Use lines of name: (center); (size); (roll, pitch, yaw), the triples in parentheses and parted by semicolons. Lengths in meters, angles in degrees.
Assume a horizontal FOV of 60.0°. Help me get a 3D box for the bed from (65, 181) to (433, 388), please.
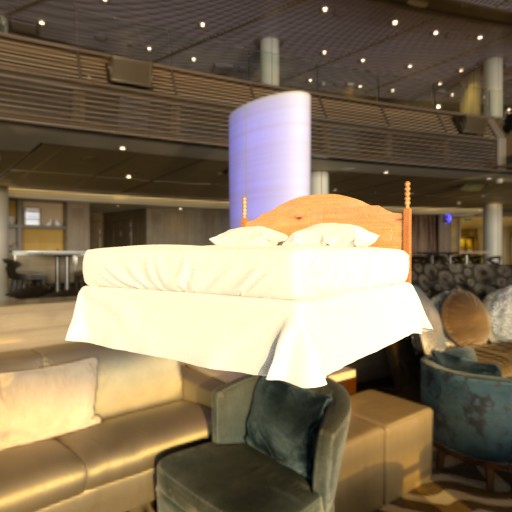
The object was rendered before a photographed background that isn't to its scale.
bed: (0.000, 0.000, 3.702); (2.322, 1.355, 2.219); (0, 0, 36)
